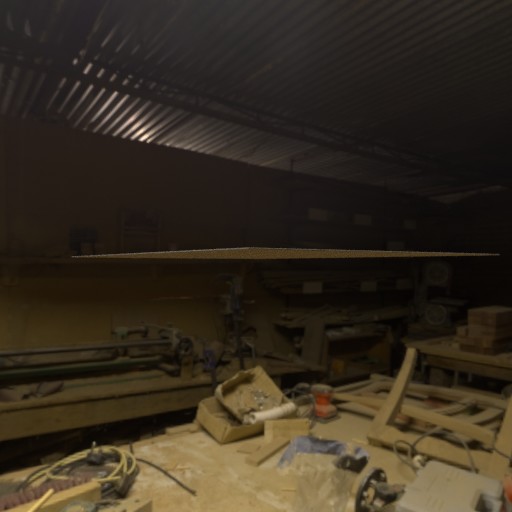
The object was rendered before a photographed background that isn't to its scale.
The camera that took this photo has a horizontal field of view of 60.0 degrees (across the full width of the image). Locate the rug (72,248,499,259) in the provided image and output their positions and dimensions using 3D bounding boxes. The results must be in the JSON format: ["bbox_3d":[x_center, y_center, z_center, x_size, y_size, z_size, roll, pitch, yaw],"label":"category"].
[{"bbox_3d":[0.000,0.000,4.077,2.438,0.006,3.197,1,-1,-36],"label":"rug"}]
